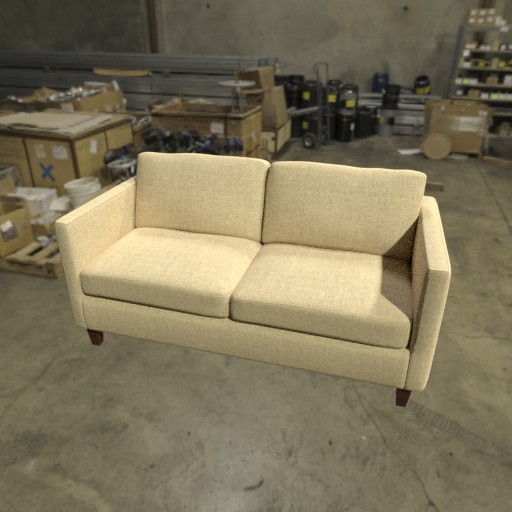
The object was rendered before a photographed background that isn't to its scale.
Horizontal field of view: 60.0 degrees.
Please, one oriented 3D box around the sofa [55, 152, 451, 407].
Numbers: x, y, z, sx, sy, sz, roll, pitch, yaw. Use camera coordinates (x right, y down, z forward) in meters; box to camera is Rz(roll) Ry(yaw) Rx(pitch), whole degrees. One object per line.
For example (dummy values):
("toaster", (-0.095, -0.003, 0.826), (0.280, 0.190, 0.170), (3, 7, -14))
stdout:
("sofa", (0.000, 0.000, 2.475), (1.884, 0.963, 0.950), (7, 28, 14))
